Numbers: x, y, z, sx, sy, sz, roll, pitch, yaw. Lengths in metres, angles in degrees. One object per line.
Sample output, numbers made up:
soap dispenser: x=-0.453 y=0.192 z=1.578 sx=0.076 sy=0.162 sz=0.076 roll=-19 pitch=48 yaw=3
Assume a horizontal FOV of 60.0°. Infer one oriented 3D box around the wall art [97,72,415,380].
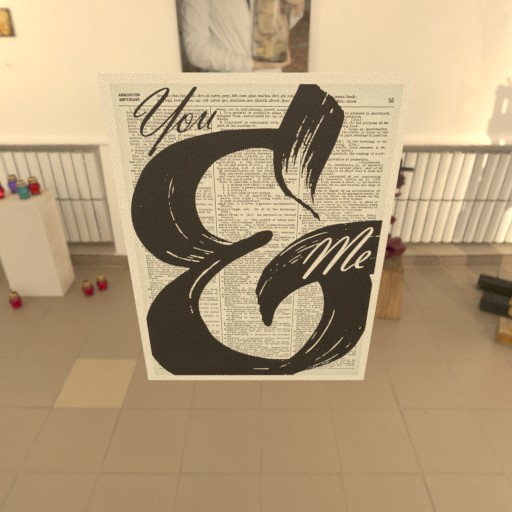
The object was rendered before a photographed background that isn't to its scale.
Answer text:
wall art: x=0.000 y=0.000 z=0.790 sx=0.457 sy=0.609 sz=0.003 roll=0 pitch=30 yaw=0
